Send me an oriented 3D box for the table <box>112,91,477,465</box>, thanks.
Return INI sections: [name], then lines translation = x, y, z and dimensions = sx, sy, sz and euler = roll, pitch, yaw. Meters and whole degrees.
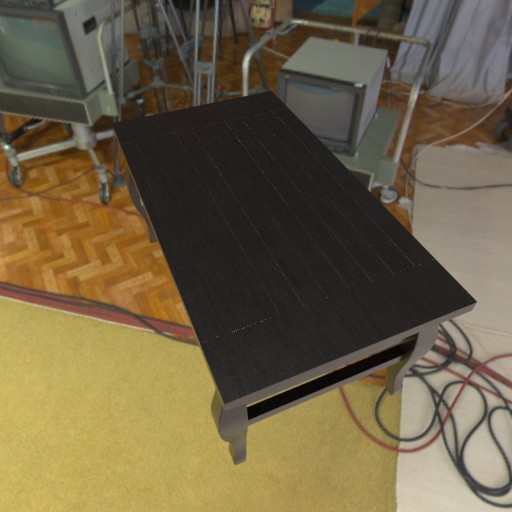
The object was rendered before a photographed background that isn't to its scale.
[table]
translation = 0.000, 0.000, 1.392
dimensions = 0.600, 0.494, 1.062
euler = -17, 49, -16
